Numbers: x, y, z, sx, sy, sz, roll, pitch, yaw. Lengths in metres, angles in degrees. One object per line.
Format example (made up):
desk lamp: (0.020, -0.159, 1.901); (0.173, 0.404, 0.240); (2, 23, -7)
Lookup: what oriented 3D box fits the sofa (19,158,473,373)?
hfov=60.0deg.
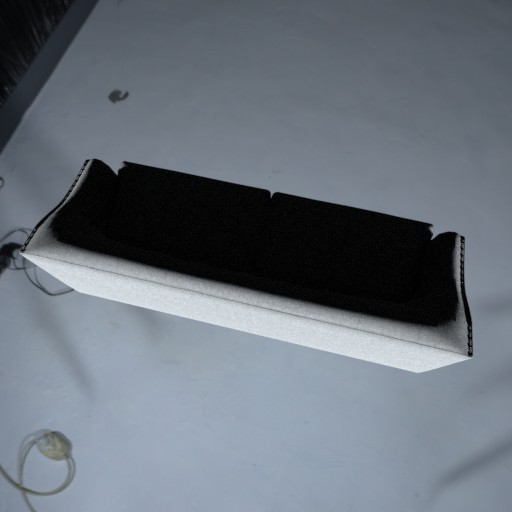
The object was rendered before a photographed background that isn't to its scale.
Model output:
sofa: (0.000, 0.000, 2.652); (2.235, 0.901, 0.914); (12, 65, 6)
